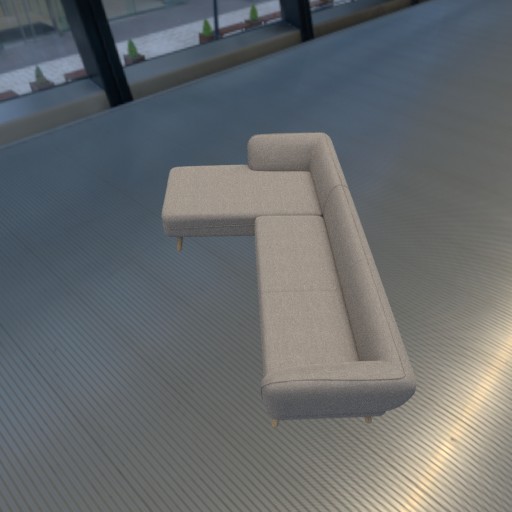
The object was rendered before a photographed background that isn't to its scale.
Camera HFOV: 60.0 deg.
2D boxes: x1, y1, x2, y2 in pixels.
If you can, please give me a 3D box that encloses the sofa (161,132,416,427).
[{"bbox_3d":[0.000,0.000,3.341,1.532,0.693,2.653,-2,42,-2],"label":"sofa"}]
